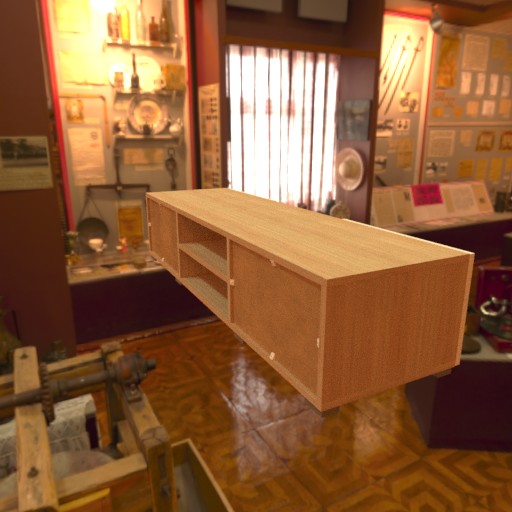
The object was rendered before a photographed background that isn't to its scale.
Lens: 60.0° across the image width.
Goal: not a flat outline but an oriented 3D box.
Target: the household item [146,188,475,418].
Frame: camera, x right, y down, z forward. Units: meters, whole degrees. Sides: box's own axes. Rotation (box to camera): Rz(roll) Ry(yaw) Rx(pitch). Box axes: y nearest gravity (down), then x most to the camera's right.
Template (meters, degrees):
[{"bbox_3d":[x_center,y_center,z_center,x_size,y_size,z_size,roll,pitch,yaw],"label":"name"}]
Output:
[{"bbox_3d":[0.000,0.000,1.573,0.420,0.310,1.400,-8,17,-26],"label":"household item"}]
